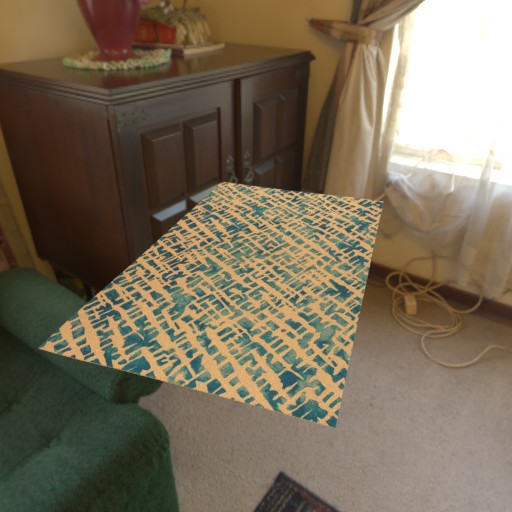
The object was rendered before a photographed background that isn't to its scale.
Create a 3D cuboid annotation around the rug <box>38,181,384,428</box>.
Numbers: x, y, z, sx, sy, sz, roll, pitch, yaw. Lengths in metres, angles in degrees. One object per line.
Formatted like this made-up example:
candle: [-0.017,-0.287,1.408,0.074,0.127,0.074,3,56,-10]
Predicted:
rug: [0.000,0.000,3.048,1.520,0.011,2.447,10,32,16]
